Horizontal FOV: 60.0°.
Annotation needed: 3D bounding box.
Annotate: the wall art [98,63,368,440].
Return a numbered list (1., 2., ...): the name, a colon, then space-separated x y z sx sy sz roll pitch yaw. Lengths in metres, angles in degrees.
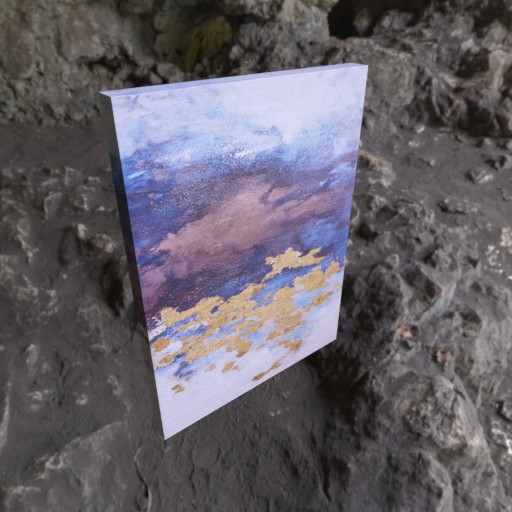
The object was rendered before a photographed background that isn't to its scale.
1. wall art: 0.000 0.000 0.765 0.437 0.581 0.036 -21 36 -32
